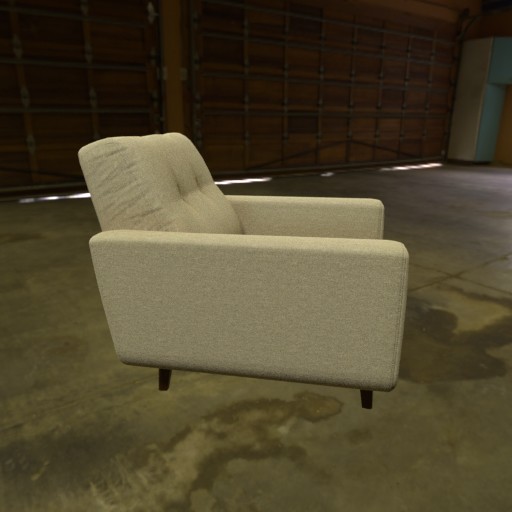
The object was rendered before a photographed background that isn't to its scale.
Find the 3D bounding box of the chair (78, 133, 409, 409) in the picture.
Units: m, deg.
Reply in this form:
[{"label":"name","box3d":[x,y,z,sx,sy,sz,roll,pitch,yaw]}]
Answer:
[{"label":"chair","box3d":[0.000,0.000,1.832,1.128,0.965,0.897,3,17,10]}]
